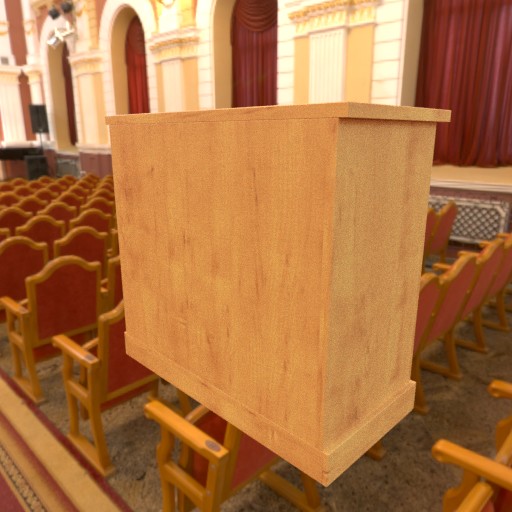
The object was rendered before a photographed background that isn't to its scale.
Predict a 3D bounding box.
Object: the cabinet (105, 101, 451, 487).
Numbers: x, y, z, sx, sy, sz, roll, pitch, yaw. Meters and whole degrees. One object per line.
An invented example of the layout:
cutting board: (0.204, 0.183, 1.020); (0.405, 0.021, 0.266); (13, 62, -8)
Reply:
cabinet: (0.000, 0.000, 1.371); (0.450, 0.840, 0.920); (-15, 21, -43)
